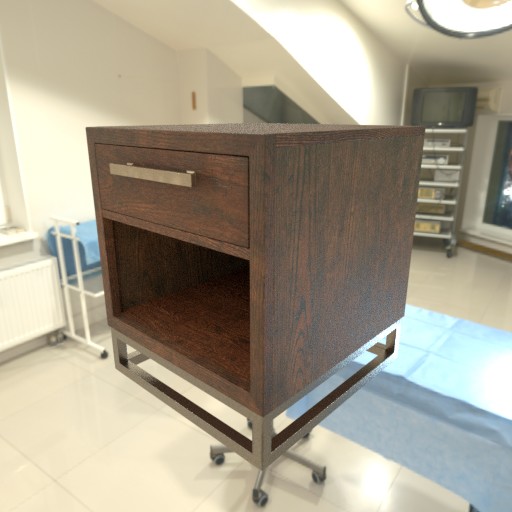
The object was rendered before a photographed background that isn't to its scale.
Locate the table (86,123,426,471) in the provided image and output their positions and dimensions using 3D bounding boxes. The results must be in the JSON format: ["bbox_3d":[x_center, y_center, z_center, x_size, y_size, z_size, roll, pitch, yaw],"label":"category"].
[{"bbox_3d":[0.000,0.000,1.038,0.506,0.582,0.566,16,24,40],"label":"table"}]
